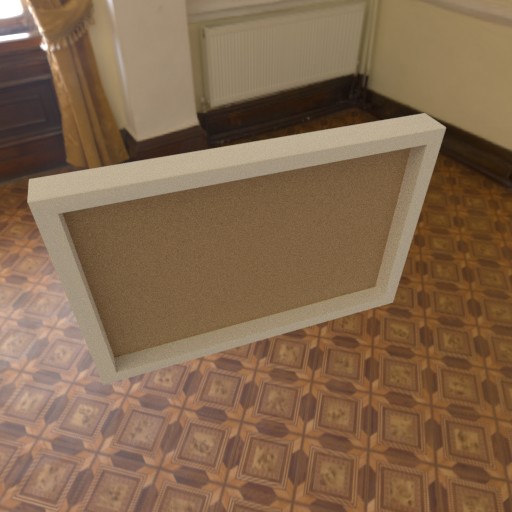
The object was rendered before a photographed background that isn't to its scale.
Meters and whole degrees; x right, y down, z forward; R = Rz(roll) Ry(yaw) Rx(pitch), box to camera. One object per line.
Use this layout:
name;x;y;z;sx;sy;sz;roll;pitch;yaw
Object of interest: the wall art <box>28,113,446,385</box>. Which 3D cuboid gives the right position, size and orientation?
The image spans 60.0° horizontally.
wall art;0.000;0.000;0.484;0.384;0.254;0.039;-13;43;-14
